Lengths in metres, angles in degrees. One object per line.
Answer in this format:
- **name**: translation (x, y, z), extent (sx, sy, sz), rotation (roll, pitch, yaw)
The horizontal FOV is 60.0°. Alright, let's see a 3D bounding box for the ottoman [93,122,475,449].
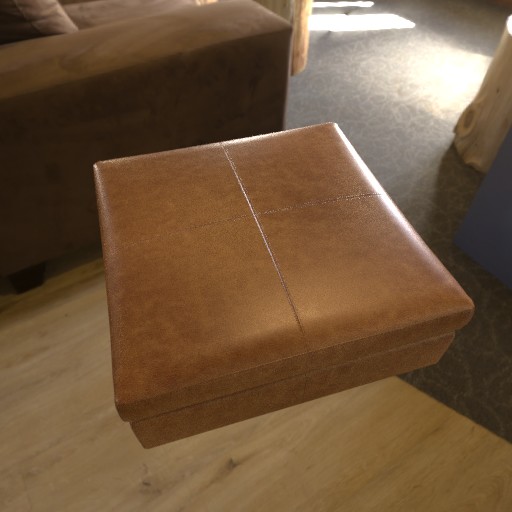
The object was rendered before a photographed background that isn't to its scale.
- **ottoman**: translation (0.000, 0.000, 1.826), extent (1.168, 0.483, 1.169), rotation (-13, 50, -11)
